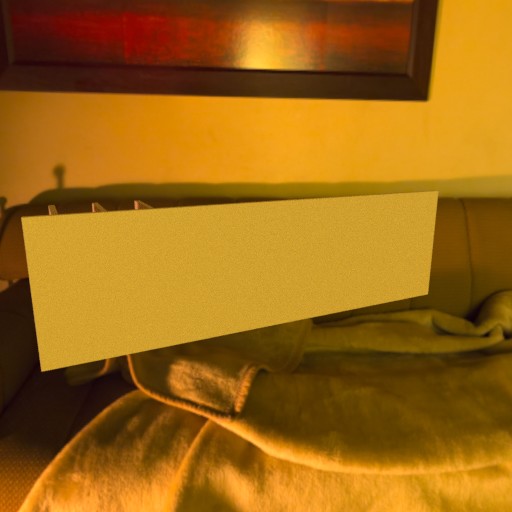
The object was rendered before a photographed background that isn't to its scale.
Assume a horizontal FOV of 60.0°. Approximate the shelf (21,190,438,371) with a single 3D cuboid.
[{"bbox_3d":[0.000,0.000,1.122,1.020,0.300,0.200,-7,16,-25],"label":"shelf"}]
